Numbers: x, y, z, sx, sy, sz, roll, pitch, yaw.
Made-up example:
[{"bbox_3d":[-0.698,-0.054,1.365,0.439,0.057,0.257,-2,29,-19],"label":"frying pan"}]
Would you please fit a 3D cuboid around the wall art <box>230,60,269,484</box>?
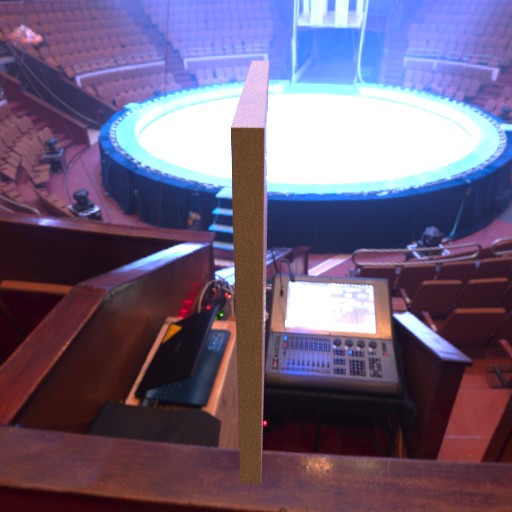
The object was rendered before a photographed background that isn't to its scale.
[{"bbox_3d":[0.000,0.000,0.822,0.037,0.606,0.508,1,31,2],"label":"wall art"}]
